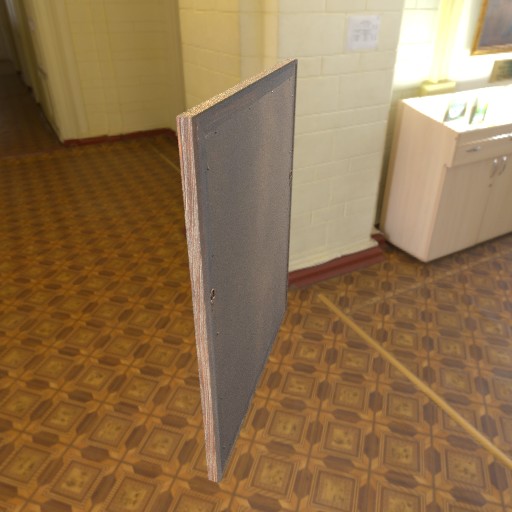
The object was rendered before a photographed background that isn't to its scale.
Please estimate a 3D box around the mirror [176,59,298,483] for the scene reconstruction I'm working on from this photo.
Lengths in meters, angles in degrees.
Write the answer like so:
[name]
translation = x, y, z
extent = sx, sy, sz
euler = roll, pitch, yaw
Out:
[mirror]
translation = 0.000, 0.000, 1.175
extent = 0.032, 0.882, 0.730
euler = 8, 31, 14
